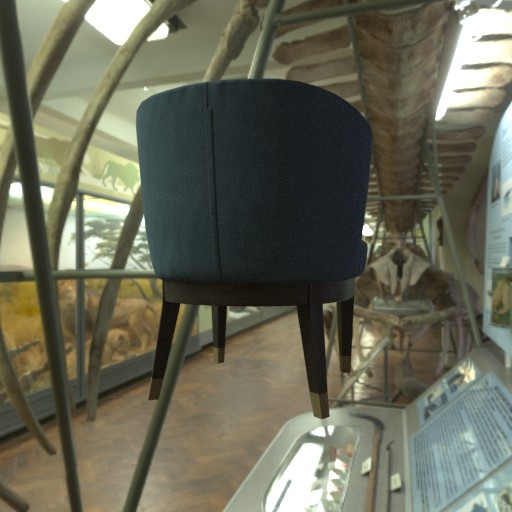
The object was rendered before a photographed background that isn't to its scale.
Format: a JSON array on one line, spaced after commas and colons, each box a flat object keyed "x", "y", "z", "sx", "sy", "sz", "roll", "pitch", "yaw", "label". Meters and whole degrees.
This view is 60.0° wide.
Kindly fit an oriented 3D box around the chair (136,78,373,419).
[{"x": 0.000, "y": 0.000, "z": 1.291, "sx": 0.661, "sy": 0.760, "sz": 0.702, "roll": 0, "pitch": -1, "yaw": 18, "label": "chair"}]
